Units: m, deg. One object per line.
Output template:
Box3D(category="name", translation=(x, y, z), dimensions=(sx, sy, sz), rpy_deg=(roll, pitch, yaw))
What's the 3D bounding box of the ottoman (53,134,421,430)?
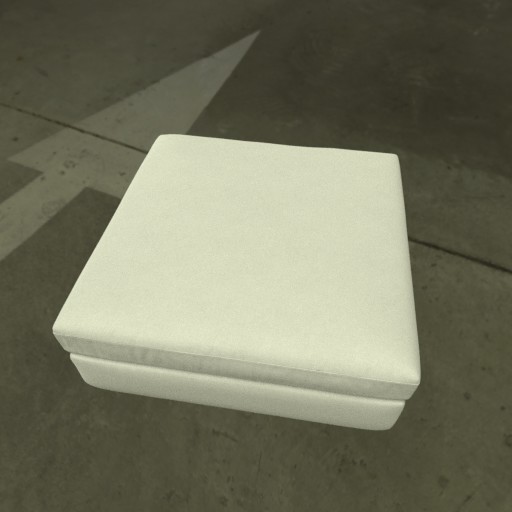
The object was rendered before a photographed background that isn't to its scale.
Box3D(category="ottoman", translation=(0.000, 0.000, 1.821), dimensions=(1.163, 0.482, 1.167), rpy_deg=(7, 48, 6))
